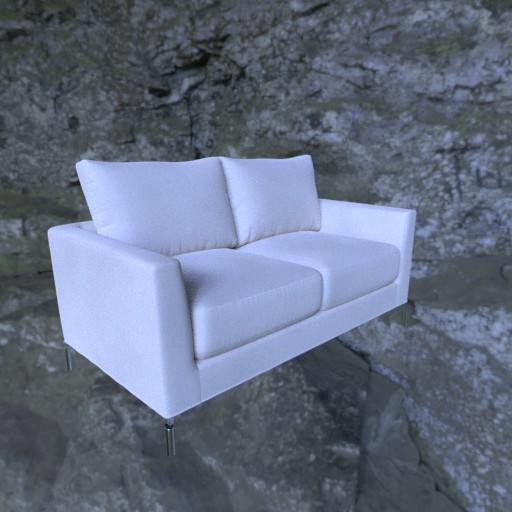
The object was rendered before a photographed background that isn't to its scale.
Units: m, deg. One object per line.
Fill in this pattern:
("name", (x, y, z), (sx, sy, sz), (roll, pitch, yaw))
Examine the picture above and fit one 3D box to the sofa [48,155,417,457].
("sofa", (0.000, 0.000, 2.295), (1.739, 0.995, 0.906), (-13, 19, -43))
